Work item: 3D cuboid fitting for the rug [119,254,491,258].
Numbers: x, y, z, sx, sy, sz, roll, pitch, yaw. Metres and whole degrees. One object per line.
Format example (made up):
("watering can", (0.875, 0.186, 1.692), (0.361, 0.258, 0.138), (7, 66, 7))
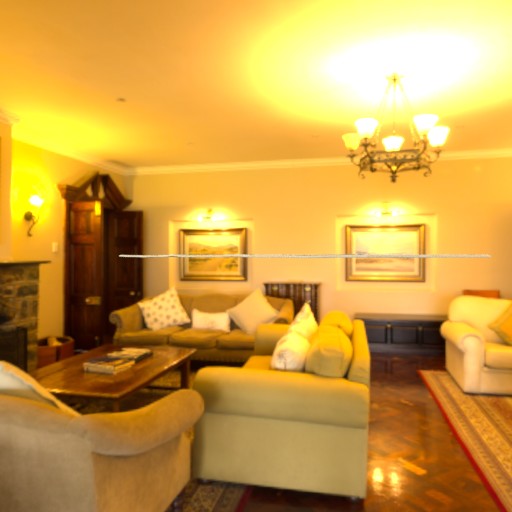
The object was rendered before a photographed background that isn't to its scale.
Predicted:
("rug", (0.000, 0.000, 2.670), (0.857, 0.018, 2.383), (0, 0, -36))
